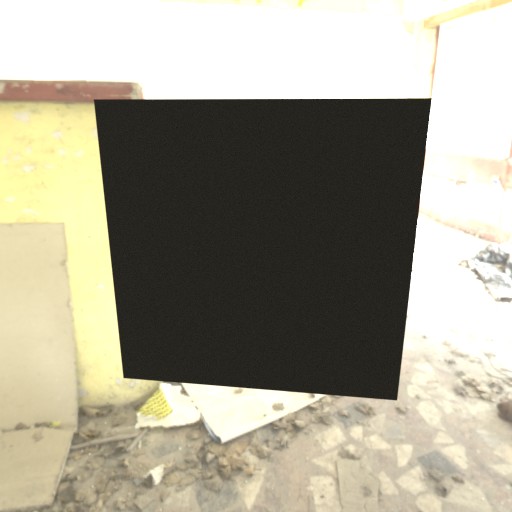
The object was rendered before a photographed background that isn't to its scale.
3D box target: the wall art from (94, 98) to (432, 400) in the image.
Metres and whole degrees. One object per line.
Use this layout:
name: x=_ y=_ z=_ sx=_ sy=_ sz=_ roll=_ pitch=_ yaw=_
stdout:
wall art: x=0.000 y=0.000 z=0.686 sx=0.462 sy=0.458 sz=0.030 roll=2 pitch=18 yaw=7
